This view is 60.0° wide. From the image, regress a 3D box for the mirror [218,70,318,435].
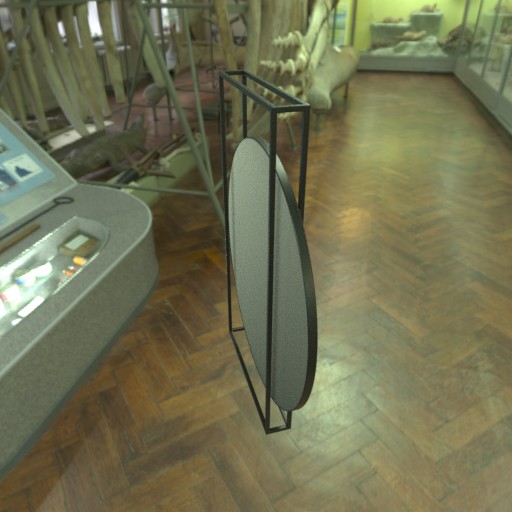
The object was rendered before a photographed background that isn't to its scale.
[{"bbox_3d":[0.000,0.000,0.826,0.051,0.603,0.508,-8,31,-14],"label":"mirror"}]
